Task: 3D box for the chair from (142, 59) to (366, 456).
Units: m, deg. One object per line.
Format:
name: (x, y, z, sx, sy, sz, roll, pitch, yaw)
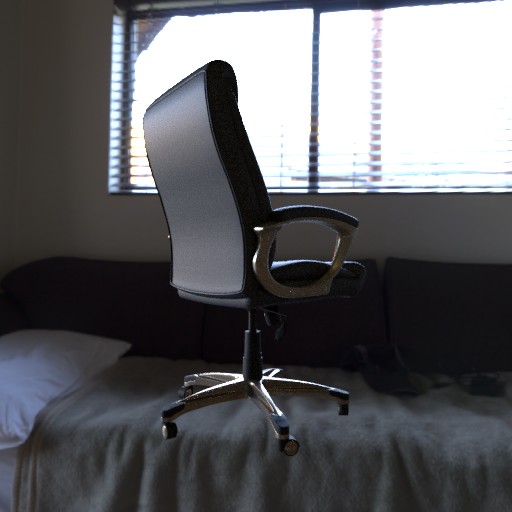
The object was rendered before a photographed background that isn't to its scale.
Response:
chair: (0.000, 0.000, 1.655, 0.748, 1.188, 0.694, 0, 0, -36)
